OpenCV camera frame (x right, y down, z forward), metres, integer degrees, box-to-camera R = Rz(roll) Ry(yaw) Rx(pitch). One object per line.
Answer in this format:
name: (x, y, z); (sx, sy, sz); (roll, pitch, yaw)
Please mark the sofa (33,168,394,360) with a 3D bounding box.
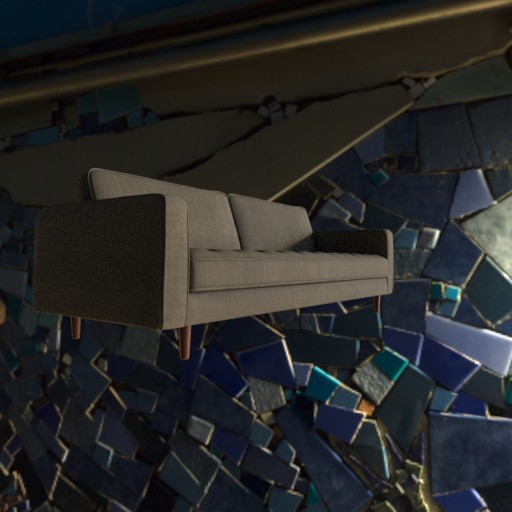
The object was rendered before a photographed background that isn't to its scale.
sofa: (0.000, 0.000, 2.678); (0.923, 0.813, 2.295); (-1, -1, 37)
